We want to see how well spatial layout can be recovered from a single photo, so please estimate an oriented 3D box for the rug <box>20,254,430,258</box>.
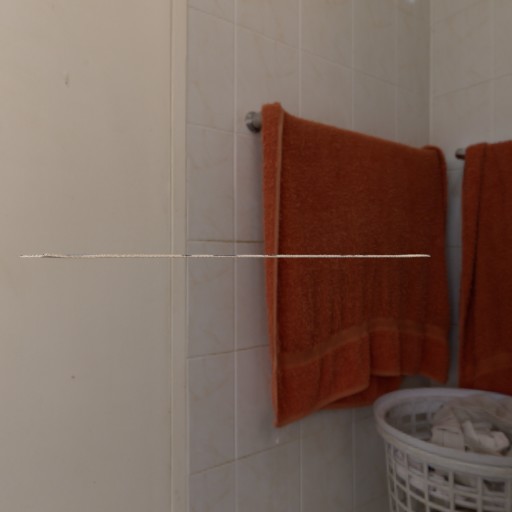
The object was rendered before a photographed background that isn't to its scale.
[{"bbox_3d":[0.000,0.000,2.511,2.301,0.017,0.692,0,0,-35],"label":"rug"}]
